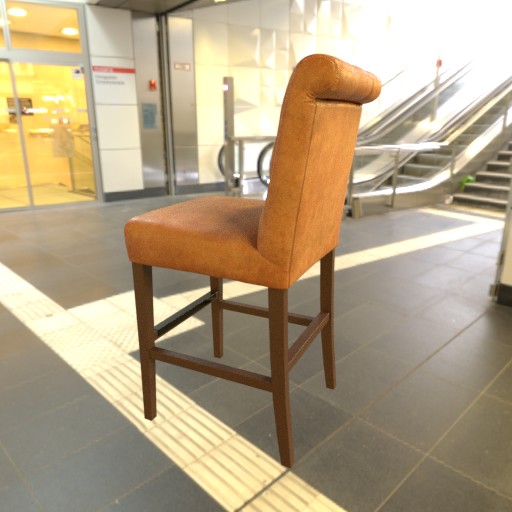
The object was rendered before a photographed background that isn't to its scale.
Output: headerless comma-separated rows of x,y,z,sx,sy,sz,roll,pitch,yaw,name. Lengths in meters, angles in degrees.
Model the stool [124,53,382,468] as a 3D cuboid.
0.000,0.000,1.337,0.601,1.047,0.493,8,19,25,stool
